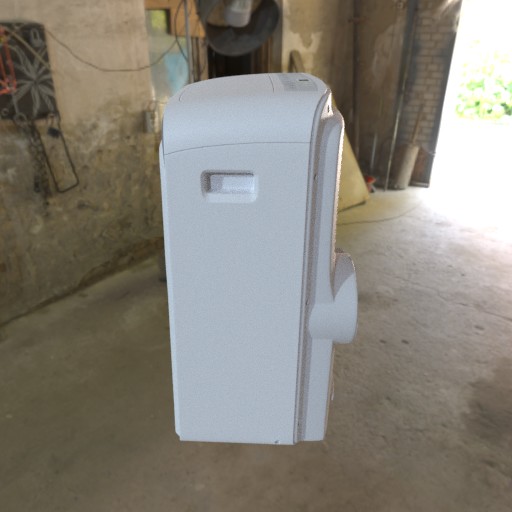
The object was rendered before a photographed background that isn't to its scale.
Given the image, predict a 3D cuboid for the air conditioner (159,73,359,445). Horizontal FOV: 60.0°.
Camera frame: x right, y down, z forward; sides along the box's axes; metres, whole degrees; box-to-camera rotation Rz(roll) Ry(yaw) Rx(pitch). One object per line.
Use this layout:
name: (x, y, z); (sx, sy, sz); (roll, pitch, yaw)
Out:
air conditioner: (0.000, 0.000, 0.944); (0.365, 0.700, 0.454); (0, 27, -1)
